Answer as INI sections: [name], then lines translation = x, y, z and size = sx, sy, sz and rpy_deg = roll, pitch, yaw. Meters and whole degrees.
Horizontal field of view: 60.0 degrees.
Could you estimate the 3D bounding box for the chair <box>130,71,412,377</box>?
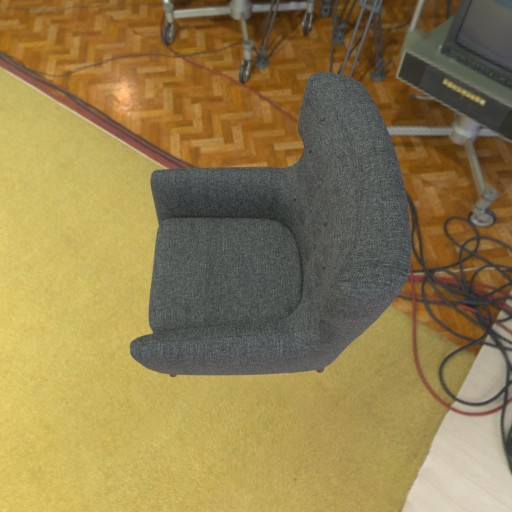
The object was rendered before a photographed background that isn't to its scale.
[chair]
translation = 0.000, 0.000, 1.756
size = 0.904, 1.063, 0.878
rpy_deg = -1, 59, -1
